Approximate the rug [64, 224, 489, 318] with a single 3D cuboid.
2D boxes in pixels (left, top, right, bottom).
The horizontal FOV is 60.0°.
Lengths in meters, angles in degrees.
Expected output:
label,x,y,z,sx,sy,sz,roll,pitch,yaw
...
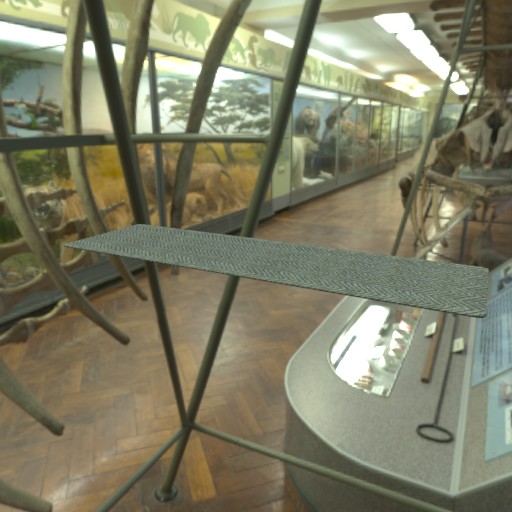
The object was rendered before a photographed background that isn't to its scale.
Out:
label,x,y,z,sx,sy,sz,roll,pitch,yaw
rug,0.000,0.000,2.448,2.286,0.008,0.686,8,18,26
